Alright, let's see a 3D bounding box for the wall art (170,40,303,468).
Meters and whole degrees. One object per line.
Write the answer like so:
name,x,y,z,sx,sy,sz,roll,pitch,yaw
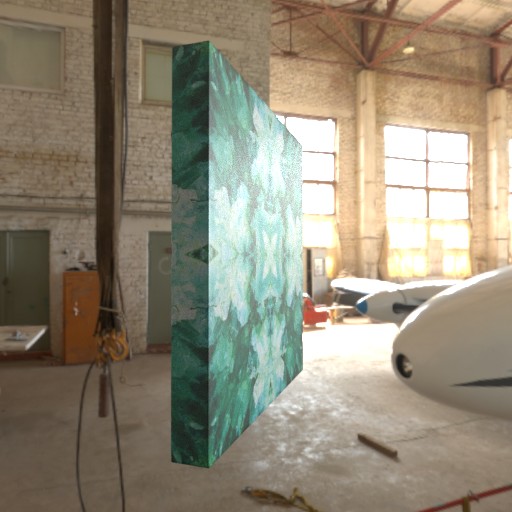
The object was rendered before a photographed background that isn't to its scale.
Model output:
wall art,0.000,0.000,0.475,0.033,0.313,0.313,0,-1,19
